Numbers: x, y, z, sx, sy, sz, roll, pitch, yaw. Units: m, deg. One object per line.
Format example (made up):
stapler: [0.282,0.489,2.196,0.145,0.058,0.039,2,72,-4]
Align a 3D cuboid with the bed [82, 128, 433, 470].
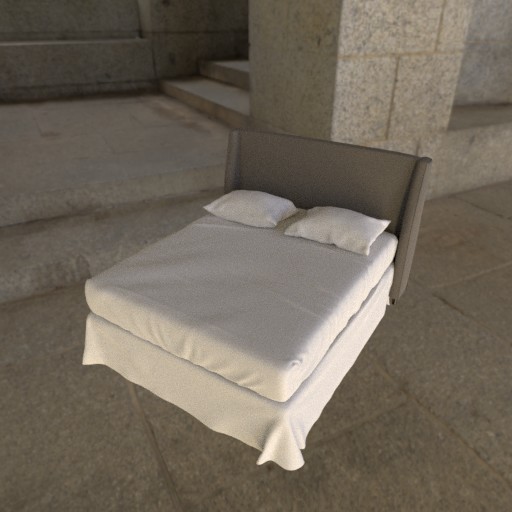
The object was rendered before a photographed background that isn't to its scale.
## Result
bed: [0.000,0.000,3.452,1.925,1.332,2.276,17,34,28]
